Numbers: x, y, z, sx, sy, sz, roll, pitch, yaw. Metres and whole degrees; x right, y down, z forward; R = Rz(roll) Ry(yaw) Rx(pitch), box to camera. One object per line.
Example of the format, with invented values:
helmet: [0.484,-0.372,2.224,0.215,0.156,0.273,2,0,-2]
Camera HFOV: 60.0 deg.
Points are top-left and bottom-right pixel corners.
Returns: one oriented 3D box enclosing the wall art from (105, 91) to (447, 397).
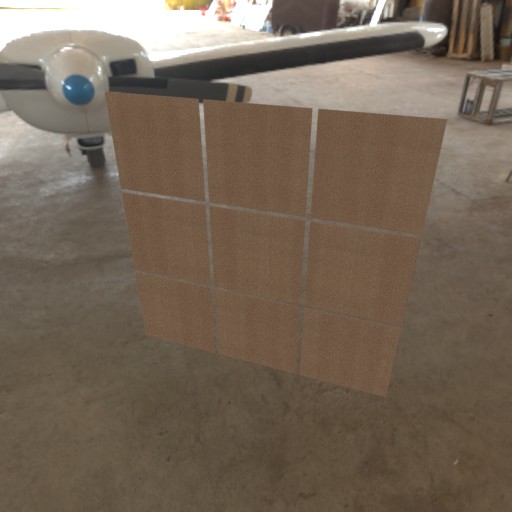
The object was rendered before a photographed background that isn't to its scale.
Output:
wall art: [0.000,0.000,2.263,1.517,1.505,0.002,11,33,17]
